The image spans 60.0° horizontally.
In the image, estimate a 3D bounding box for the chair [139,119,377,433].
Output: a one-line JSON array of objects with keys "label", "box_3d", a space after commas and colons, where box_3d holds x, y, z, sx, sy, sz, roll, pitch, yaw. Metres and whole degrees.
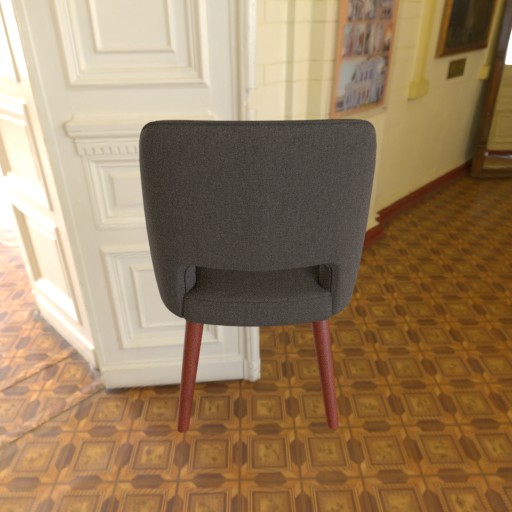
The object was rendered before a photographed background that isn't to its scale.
[{"label": "chair", "box_3d": [0.000, 0.000, 1.211, 0.559, 0.838, 0.560, -1, 29, -1]}]
